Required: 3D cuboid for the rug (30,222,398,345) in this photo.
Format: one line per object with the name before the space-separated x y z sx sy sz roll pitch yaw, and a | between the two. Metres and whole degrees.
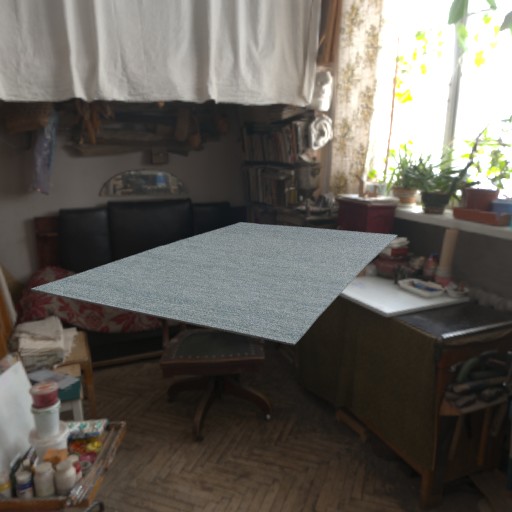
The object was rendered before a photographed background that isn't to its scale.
rug | 0.000 0.000 2.380 1.174 0.022 1.853 7 16 26
